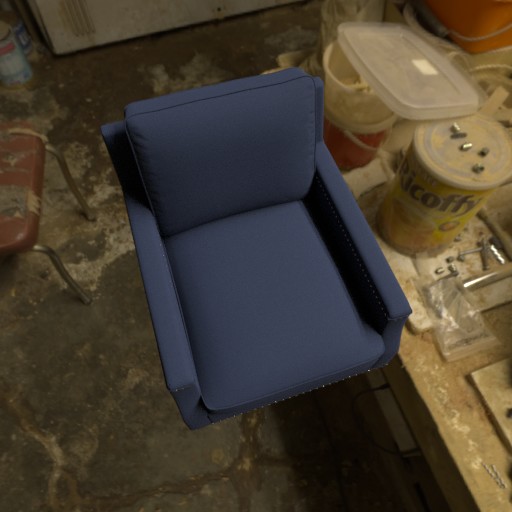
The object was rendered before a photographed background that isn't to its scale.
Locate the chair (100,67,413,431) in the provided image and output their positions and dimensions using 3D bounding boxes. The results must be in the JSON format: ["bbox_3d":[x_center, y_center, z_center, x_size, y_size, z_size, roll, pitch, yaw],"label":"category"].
[{"bbox_3d":[0.000,0.000,1.695,0.853,0.943,1.014,-16,62,-9],"label":"chair"}]
